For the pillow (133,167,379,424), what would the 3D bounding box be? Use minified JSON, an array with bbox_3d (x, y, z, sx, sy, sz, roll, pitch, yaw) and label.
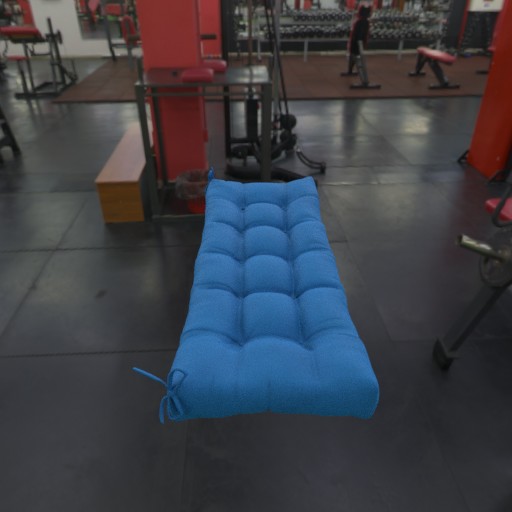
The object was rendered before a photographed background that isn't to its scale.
[{"bbox_3d":[0.000,0.000,1.383,0.511,0.174,1.194,0,32,-1],"label":"pillow"}]
